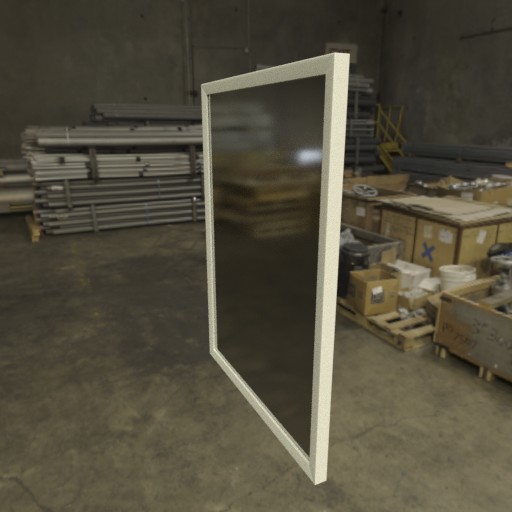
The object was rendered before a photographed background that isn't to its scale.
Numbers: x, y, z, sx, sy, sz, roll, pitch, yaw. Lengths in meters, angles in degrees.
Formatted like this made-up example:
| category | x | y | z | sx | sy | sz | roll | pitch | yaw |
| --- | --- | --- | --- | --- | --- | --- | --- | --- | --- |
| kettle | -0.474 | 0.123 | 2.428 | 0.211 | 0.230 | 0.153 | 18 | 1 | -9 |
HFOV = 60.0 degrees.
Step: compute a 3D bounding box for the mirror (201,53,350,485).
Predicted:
| category | x | y | z | sx | sy | sz | roll | pitch | yaw |
| --- | --- | --- | --- | --- | --- | --- | --- | --- | --- |
| mirror | 0.000 | 0.000 | 1.326 | 0.040 | 1.016 | 0.762 | -8 | 18 | -25 |
